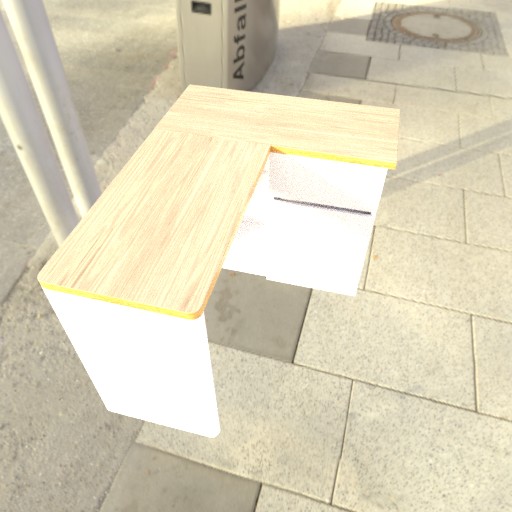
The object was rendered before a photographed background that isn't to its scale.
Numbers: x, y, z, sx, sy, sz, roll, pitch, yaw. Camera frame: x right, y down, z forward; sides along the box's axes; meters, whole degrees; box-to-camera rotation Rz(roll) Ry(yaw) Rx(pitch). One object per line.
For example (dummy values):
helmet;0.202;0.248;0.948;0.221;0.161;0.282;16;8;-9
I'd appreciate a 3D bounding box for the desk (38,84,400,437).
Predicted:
desk;0.000;0.000;1.741;0.900;0.760;1.170;10;47;10
